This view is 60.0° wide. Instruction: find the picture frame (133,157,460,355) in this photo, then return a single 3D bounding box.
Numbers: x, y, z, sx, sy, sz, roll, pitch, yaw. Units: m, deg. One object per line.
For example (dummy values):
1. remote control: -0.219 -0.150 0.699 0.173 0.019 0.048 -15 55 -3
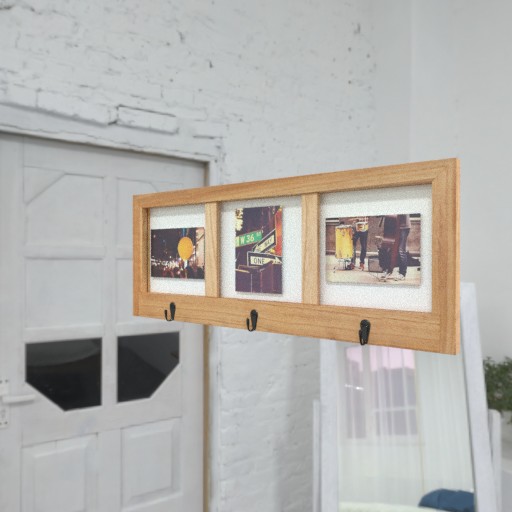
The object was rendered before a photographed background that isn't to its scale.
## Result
1. picture frame: 0.000 0.000 0.694 0.582 0.234 0.045 0 0 35
